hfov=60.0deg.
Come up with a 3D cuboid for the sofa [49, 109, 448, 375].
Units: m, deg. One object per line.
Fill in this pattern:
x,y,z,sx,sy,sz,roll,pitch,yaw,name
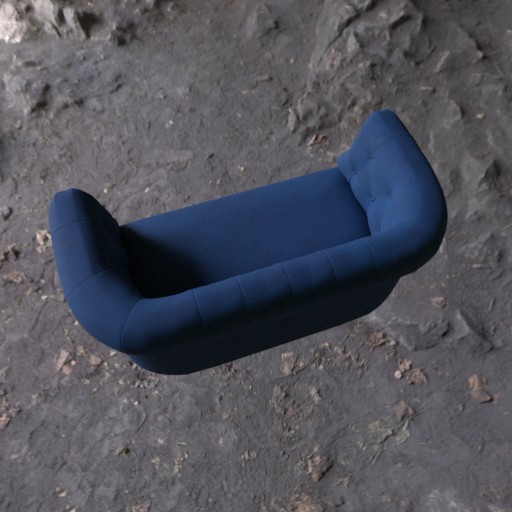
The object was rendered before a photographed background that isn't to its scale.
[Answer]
0.000,0.000,2.037,1.558,0.827,0.835,-17,62,-9,sofa
